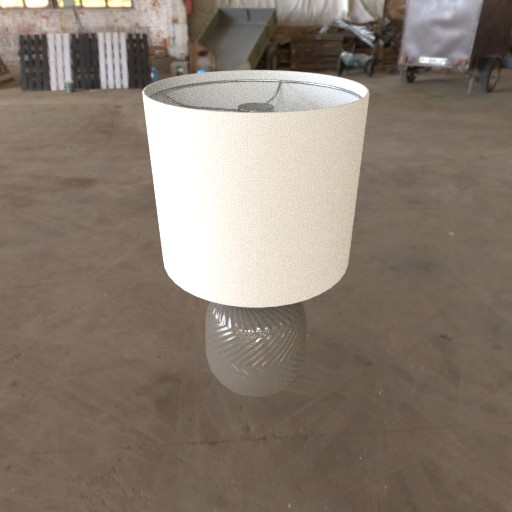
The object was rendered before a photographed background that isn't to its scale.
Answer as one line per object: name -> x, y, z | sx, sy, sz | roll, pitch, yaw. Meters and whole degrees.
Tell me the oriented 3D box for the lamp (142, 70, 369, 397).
lamp -> 0.000, 0.000, 0.506 | 0.207, 0.366, 0.207 | 9, 32, 14
